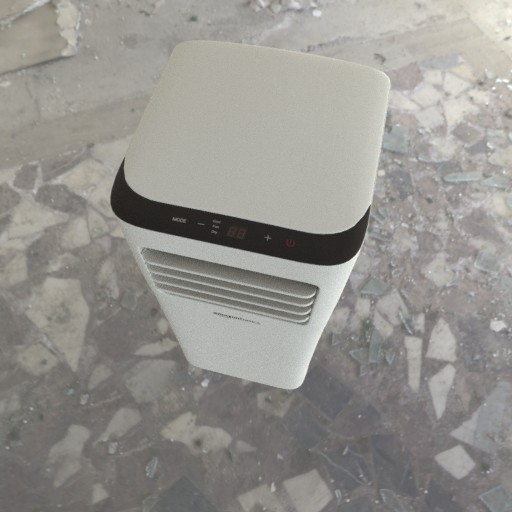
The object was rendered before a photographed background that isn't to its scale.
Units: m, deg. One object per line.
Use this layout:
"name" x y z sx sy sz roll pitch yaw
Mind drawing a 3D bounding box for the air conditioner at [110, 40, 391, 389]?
"air conditioner" 0.000 0.000 0.921 0.352 0.716 0.369 12 60 7
